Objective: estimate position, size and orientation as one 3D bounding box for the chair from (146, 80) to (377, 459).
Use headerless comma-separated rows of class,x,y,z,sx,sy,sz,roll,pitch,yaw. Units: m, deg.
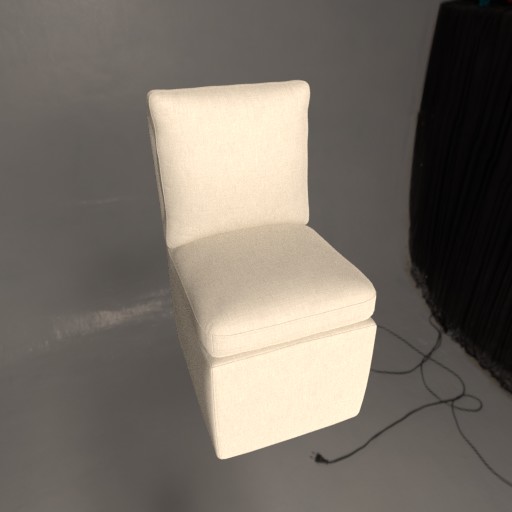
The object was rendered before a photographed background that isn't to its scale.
chair,0.000,0.000,1.367,0.503,0.927,0.698,-11,34,-17
